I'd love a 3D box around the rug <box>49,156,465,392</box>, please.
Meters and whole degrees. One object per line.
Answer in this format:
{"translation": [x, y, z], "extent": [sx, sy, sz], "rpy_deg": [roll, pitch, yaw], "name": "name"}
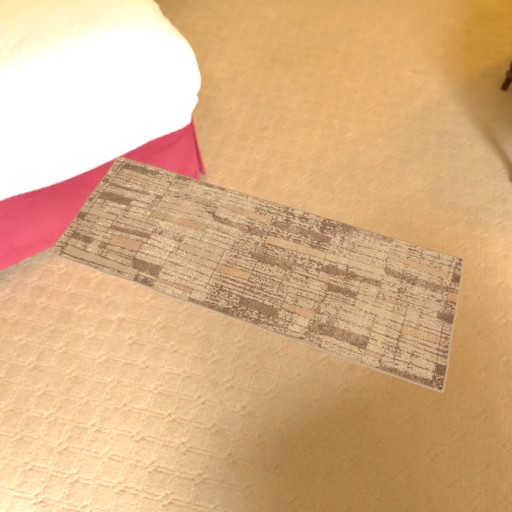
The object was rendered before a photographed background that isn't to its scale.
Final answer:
{"translation": [0.000, 0.000, 2.688], "extent": [2.383, 0.018, 0.857], "rpy_deg": [18, 61, 10], "name": "rug"}
